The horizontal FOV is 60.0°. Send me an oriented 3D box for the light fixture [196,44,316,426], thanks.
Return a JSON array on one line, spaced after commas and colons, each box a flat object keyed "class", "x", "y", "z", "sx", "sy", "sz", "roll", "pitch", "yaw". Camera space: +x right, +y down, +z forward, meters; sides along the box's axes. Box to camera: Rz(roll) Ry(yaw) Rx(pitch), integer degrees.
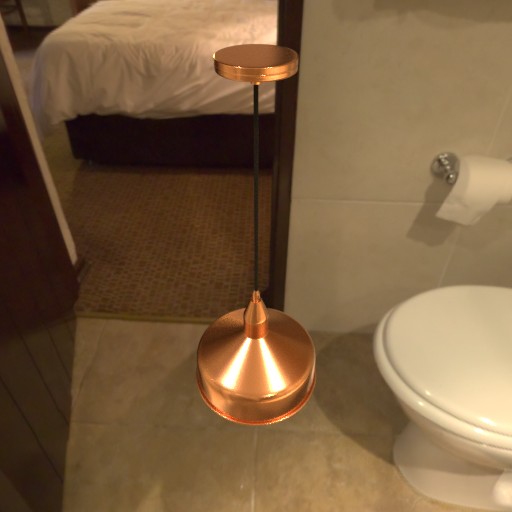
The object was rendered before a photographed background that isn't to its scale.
[{"class": "light fixture", "x": 0.000, "y": 0.000, "z": 0.881, "sx": 0.301, "sy": 0.754, "sz": 0.301, "roll": -23, "pitch": 45, "yaw": -26}]
